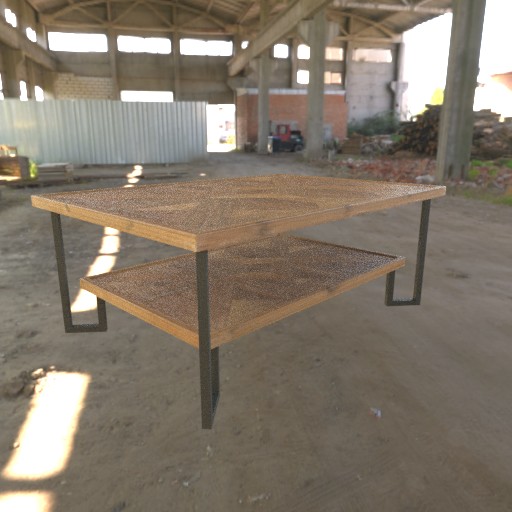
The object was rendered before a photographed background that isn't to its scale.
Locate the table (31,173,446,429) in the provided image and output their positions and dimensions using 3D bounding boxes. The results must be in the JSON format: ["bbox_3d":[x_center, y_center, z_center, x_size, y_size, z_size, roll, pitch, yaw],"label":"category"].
[{"bbox_3d":[0.000,0.000,1.663,0.877,0.492,1.238,14,21,42],"label":"table"}]
